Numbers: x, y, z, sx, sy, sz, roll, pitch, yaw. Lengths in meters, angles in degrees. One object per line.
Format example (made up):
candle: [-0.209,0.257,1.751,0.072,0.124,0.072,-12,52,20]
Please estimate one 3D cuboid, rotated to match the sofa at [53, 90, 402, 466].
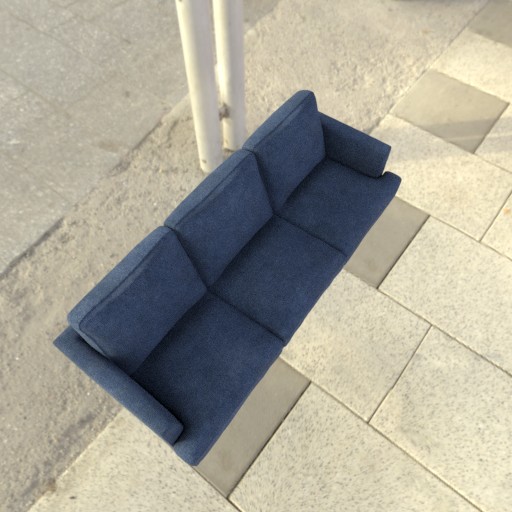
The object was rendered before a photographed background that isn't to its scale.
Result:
sofa: [0.000,0.000,2.701,0.903,0.930,2.246,32,64,18]
